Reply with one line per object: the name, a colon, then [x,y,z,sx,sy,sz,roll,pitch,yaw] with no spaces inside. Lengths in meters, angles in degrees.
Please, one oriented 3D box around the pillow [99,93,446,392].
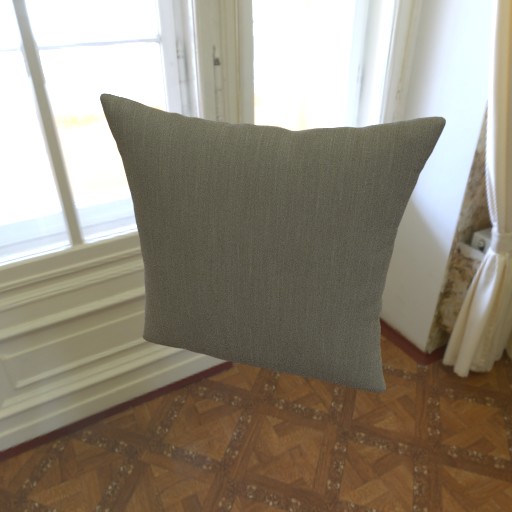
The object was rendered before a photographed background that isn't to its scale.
pillow: [0.000,0.000,0.764,0.511,0.509,0.161,9,33,14]
